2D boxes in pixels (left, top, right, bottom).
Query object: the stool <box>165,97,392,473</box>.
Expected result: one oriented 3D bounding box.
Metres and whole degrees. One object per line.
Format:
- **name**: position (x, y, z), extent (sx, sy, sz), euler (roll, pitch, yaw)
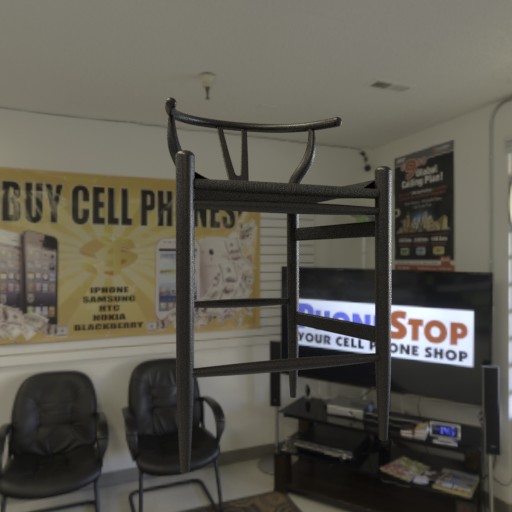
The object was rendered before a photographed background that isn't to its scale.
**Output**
- **stool**: position (0.000, 0.000, 1.341), extent (0.569, 0.970, 0.579), euler (0, 0, -19)
